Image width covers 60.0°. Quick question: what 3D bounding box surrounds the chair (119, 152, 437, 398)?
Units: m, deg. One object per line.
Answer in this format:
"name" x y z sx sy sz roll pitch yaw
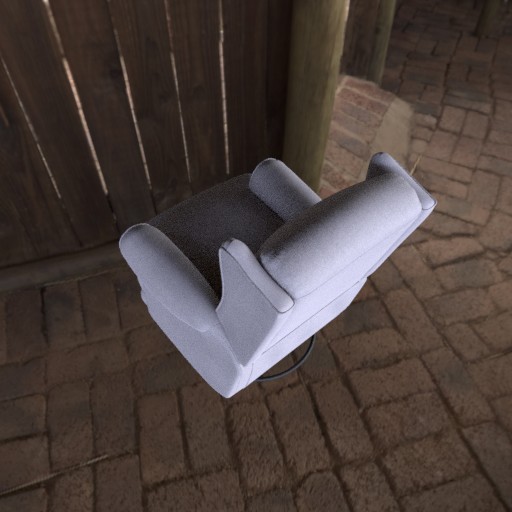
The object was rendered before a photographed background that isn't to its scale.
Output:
"chair" 0.000 0.000 1.779 0.847 1.011 0.969 -32 55 -26
